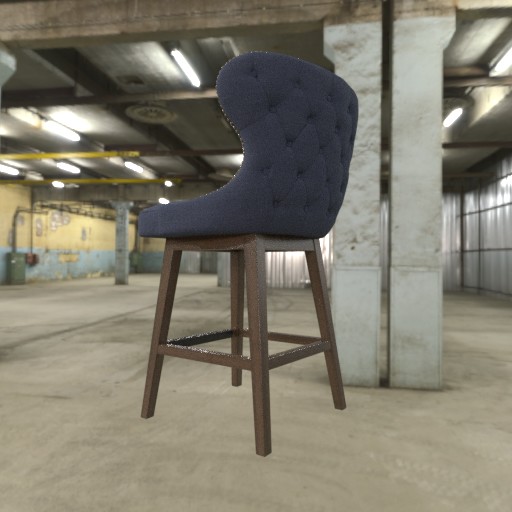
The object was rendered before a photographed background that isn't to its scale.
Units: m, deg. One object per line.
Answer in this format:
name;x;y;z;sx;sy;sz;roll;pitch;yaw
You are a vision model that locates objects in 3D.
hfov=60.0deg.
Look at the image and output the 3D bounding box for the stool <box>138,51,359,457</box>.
stool;0.000;0.000;1.363;0.597;0.972;0.615;-1;-1;37
